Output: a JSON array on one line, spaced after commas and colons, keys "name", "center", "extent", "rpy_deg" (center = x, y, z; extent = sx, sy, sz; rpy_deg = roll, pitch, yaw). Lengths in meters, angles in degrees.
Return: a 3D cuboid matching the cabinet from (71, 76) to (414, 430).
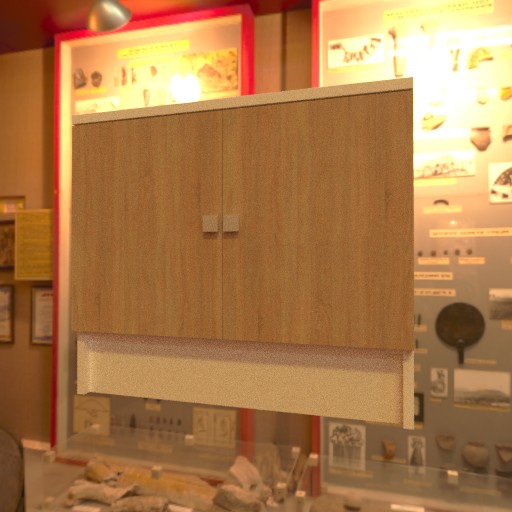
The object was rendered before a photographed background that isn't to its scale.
[{"name": "cabinet", "center": [0.000, 0.000, 0.917], "extent": [0.600, 0.522, 0.400], "rpy_deg": [0, 0, 17]}]
